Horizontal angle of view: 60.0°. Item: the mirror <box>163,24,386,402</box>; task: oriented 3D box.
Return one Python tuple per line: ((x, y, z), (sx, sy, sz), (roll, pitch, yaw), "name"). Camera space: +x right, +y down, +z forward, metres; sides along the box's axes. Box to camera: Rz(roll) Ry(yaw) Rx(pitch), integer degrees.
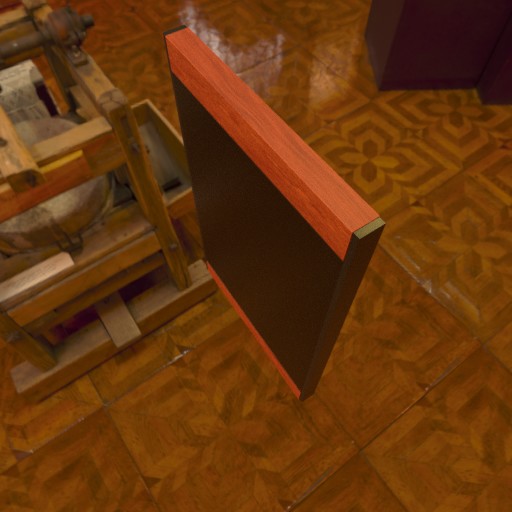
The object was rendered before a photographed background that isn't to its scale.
((0.000, 0.000, 1.017), (0.047, 0.823, 0.525), (-30, 63, -17), "mirror")
